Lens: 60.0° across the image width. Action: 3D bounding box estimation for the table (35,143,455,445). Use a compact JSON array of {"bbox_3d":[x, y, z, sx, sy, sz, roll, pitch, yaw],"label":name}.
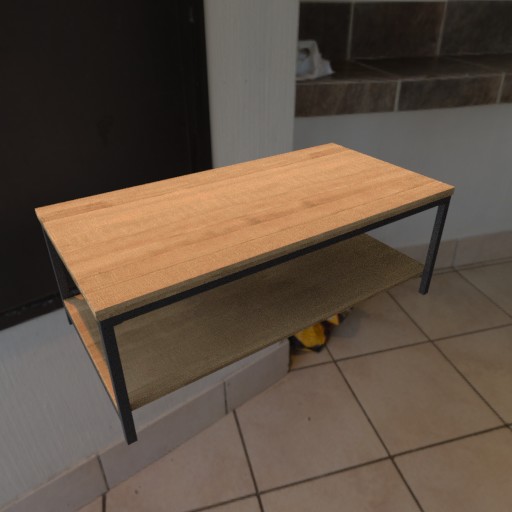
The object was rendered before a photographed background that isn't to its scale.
[{"bbox_3d":[0.000,0.000,1.392,1.100,0.399,0.551,-19,36,-29],"label":"table"}]
